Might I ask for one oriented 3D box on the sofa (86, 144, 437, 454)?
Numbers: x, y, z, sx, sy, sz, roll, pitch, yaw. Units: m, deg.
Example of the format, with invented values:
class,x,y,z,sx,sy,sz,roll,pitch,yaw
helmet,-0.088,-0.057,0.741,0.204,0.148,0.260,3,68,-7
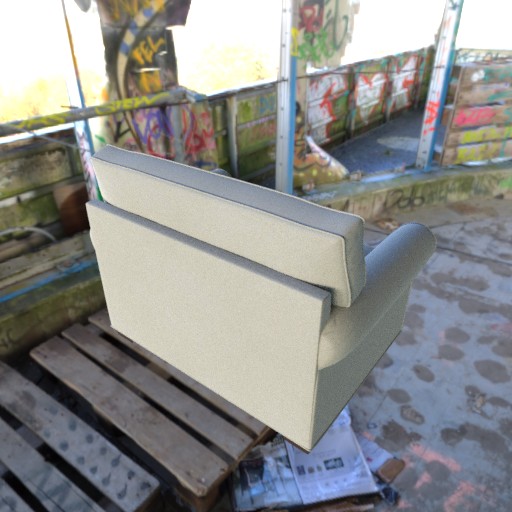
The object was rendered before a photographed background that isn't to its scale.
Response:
class,x,y,z,sx,sy,sz,roll,pitch,yaw
sofa,0.000,0.000,2.133,1.405,1.006,0.937,21,37,32
